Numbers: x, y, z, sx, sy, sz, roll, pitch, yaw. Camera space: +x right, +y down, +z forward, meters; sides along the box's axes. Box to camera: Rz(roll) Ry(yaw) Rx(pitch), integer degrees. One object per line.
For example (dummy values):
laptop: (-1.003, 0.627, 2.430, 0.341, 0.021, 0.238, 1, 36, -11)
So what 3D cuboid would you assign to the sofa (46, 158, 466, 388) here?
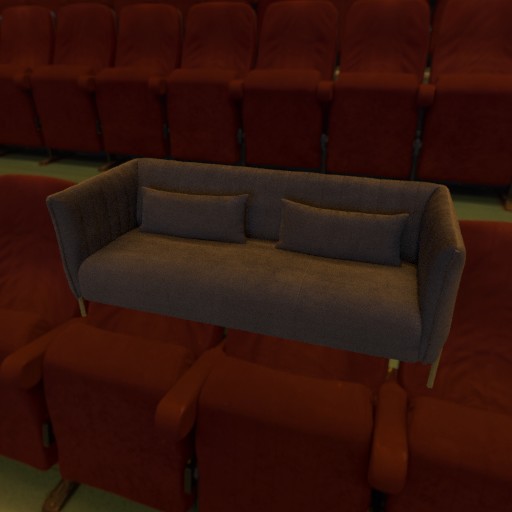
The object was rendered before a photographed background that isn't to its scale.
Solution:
sofa: (0.000, 0.000, 2.447, 1.980, 0.780, 0.876, 8, 28, 16)
